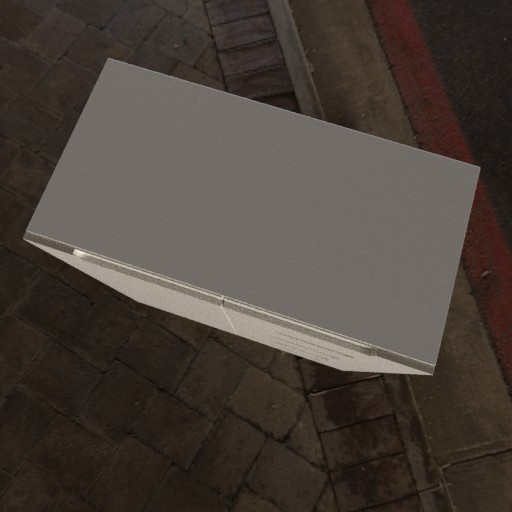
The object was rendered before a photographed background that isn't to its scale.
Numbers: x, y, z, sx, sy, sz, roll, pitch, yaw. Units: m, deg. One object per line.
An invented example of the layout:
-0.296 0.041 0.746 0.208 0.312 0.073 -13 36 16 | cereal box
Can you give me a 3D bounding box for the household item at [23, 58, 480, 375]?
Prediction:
0.000 0.000 1.284 0.800 0.870 0.420 18 77 4 | household item
